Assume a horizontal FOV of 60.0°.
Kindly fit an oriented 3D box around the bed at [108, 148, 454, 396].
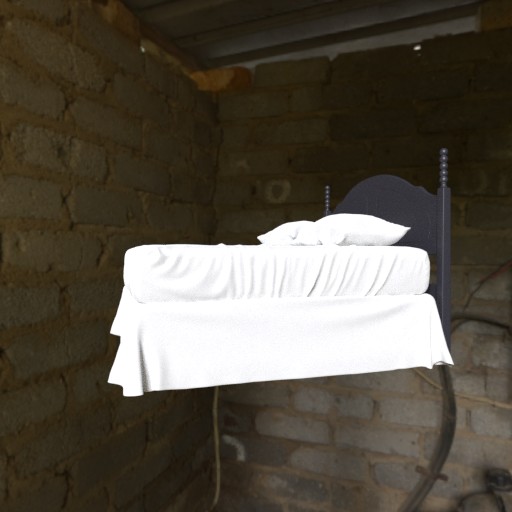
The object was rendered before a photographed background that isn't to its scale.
[{"bbox_3d":[0.000,0.000,3.239,2.040,1.356,1.873,0,0,-18],"label":"bed"}]
